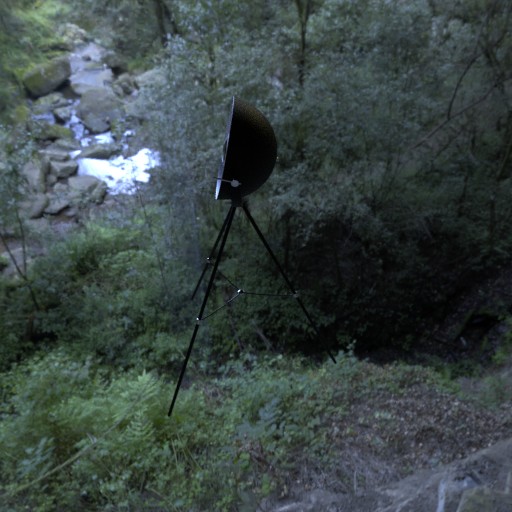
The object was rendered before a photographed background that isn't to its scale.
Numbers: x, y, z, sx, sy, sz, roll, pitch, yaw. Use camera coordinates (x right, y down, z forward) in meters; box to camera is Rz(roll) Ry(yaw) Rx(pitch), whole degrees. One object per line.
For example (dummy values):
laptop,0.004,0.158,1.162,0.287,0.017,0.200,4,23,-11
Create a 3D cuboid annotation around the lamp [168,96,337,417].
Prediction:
lamp,0.000,0.000,2.086,0.920,1.512,0.817,0,43,0
